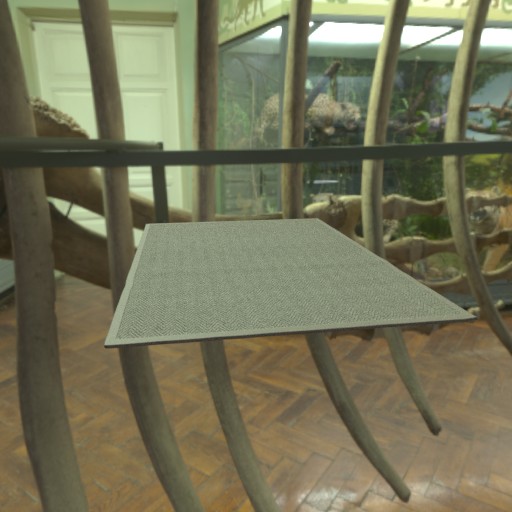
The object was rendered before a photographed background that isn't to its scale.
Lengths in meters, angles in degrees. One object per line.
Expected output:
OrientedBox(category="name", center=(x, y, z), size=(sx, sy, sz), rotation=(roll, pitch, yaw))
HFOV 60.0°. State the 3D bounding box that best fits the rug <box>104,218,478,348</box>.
OrientedBox(category="rug", center=(0.000, 0.000, 2.853), size=(1.540, 0.021, 2.290), rotation=(-3, 16, -9))
